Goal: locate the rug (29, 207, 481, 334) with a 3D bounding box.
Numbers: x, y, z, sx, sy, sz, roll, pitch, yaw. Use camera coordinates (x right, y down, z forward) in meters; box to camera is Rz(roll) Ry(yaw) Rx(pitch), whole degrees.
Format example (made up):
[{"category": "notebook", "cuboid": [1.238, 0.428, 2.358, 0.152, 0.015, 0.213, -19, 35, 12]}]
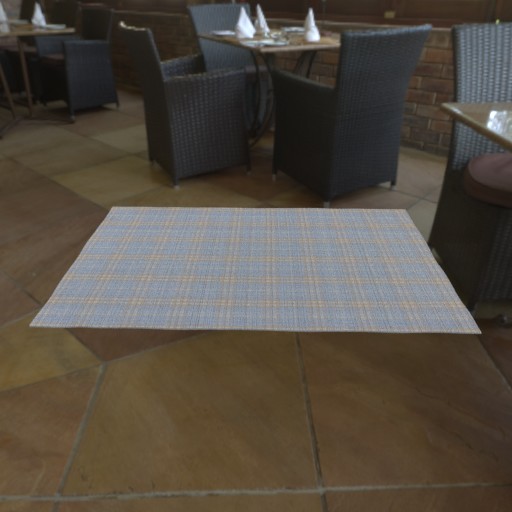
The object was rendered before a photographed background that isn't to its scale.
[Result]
[{"category": "rug", "cuboid": [0.000, 0.000, 3.055, 2.460, 0.016, 1.545, 1, 31, 1]}]
